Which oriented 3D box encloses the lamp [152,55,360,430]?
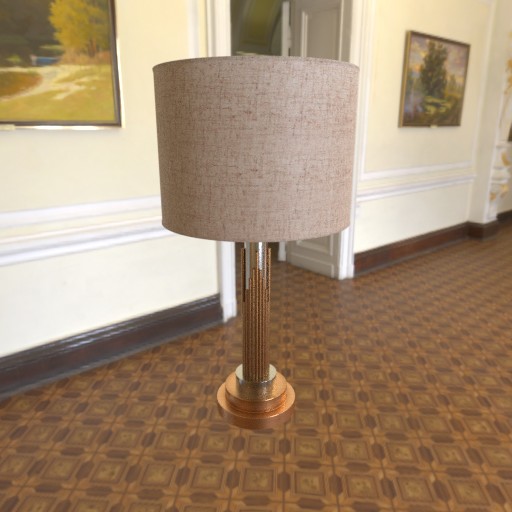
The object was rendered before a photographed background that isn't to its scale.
[{"bbox_3d":[0.000,0.000,0.788,0.321,0.610,0.321,-8,18,-27],"label":"lamp"}]
